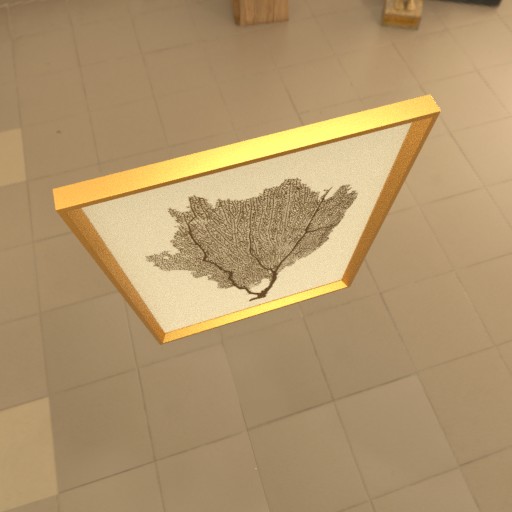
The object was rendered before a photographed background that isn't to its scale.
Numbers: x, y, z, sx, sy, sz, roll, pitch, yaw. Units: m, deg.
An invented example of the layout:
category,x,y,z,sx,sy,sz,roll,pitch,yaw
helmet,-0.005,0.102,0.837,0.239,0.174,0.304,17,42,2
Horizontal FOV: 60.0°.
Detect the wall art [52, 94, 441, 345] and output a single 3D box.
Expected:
category,x,y,z,sx,sy,sz,roll,pitch,yaw
wall art,0.000,0.000,1.020,0.610,0.762,0.038,-16,65,-8
